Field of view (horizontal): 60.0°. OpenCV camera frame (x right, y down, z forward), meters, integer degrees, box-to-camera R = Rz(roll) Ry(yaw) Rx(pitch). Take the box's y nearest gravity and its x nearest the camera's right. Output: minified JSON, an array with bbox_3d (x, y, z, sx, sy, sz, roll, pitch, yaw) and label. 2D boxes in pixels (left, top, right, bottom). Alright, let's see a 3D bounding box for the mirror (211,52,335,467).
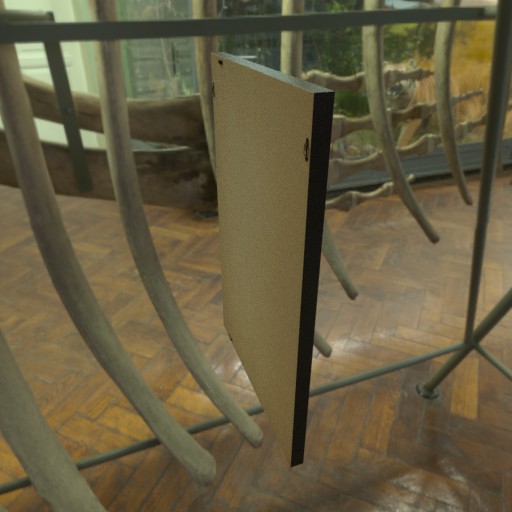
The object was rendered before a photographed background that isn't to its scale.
[{"bbox_3d":[0.000,0.000,1.156,0.041,0.915,0.609,-10,32,-17],"label":"mirror"}]
